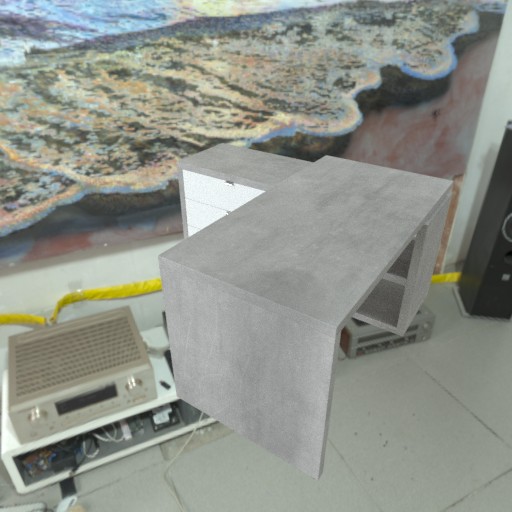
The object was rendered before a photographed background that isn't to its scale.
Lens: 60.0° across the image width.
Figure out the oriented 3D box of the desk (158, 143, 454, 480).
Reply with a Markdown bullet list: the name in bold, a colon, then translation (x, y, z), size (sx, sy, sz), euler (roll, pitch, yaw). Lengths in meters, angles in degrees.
- **desk**: translation (0.000, 0.000, 2.296), size (1.500, 0.740, 1.400), euler (19, 36, 29)
